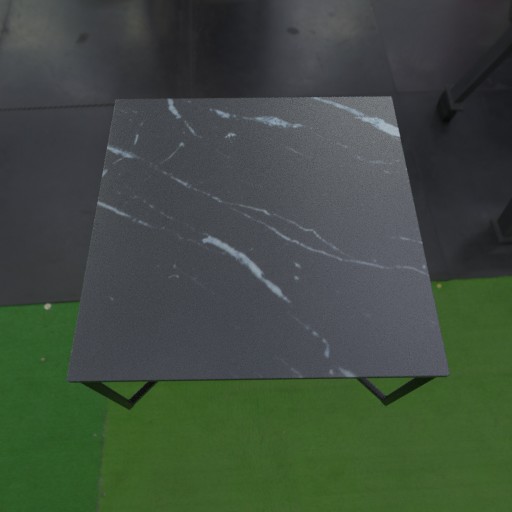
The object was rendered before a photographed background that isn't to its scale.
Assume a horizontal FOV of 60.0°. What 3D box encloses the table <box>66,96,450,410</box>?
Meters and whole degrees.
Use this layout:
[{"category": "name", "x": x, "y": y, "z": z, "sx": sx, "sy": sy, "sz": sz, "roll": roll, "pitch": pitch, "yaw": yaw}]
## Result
[{"category": "table", "x": 0.000, "y": 0.000, "z": 1.303, "sx": 0.800, "sy": 0.450, "sz": 0.800, "roll": -1, "pitch": 63, "yaw": 0}]
